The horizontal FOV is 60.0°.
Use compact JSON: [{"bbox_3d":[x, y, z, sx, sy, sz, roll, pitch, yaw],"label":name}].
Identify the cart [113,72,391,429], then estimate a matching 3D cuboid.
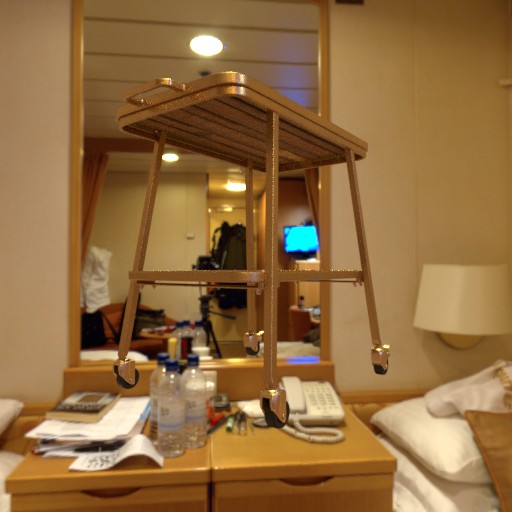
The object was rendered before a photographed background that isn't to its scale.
[{"bbox_3d":[0.000,0.000,1.232,0.524,0.700,0.806,-1,-2,37],"label":"cart"}]
